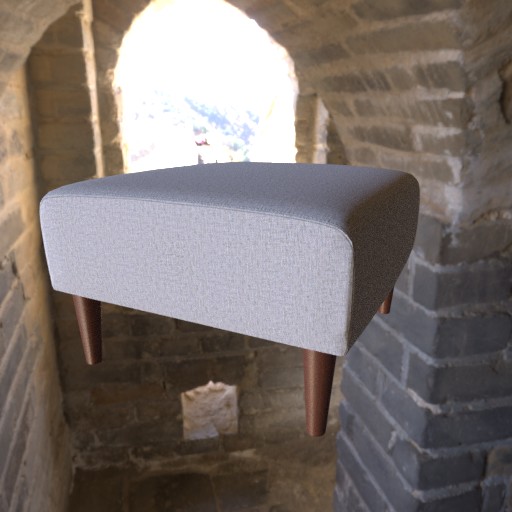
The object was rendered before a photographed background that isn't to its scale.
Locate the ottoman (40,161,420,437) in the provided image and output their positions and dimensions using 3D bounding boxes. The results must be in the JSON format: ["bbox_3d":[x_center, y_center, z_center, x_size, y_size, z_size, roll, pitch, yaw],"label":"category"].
[{"bbox_3d":[0.000,0.000,1.033,0.648,0.399,0.655,8,18,26],"label":"ottoman"}]
